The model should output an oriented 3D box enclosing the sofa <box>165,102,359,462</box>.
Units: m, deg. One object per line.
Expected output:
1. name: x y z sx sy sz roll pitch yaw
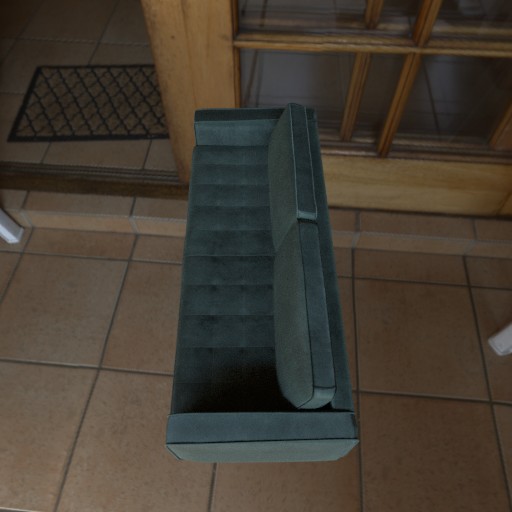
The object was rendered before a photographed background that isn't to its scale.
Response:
1. sofa: 0.000 0.000 2.661 0.886 0.781 2.214 -1 57 0
